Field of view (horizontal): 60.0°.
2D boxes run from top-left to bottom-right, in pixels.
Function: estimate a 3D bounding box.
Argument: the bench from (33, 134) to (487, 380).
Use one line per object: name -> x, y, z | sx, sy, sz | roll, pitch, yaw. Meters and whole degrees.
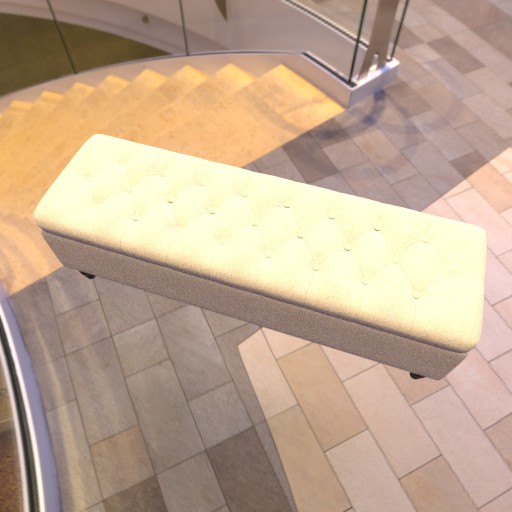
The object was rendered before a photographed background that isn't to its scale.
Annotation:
bench -> 0.000, 0.000, 1.654 | 1.480, 0.467, 0.455 | 16, 58, 10
